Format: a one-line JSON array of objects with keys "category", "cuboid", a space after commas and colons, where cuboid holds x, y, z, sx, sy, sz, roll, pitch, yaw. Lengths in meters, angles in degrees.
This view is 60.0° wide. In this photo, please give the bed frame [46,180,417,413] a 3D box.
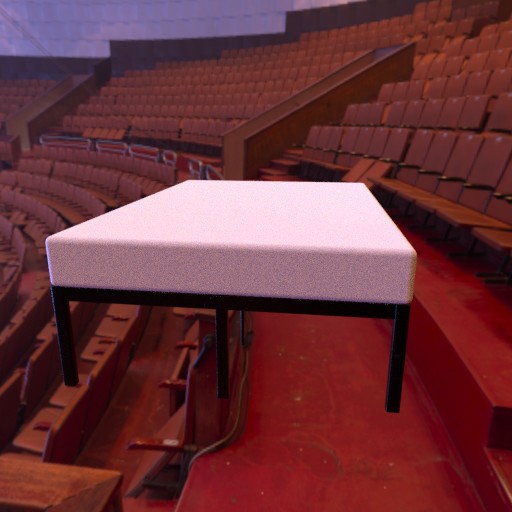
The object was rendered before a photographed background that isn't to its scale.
[{"category": "bed frame", "cuboid": [0.000, 0.000, 2.641, 1.408, 0.659, 1.956, 2, 16, 8]}]
